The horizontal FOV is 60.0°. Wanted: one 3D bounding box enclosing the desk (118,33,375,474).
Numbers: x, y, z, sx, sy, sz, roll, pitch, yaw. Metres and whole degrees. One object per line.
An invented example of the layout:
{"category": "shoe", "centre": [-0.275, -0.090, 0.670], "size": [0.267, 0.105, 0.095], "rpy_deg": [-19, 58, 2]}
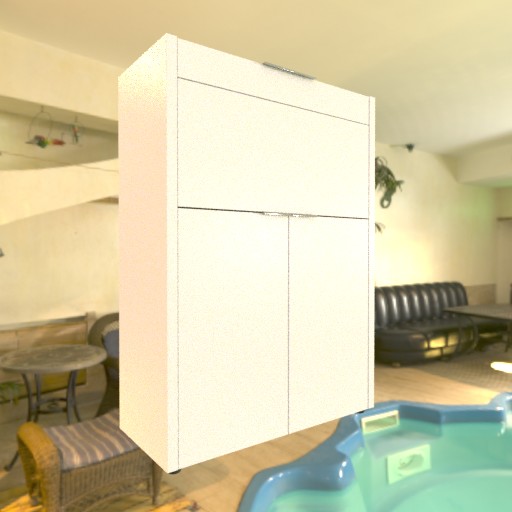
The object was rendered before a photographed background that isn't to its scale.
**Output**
{"category": "desk", "centre": [0.000, 0.000, 1.575], "size": [0.850, 1.190, 0.390], "rpy_deg": [-1, 1, -36]}
